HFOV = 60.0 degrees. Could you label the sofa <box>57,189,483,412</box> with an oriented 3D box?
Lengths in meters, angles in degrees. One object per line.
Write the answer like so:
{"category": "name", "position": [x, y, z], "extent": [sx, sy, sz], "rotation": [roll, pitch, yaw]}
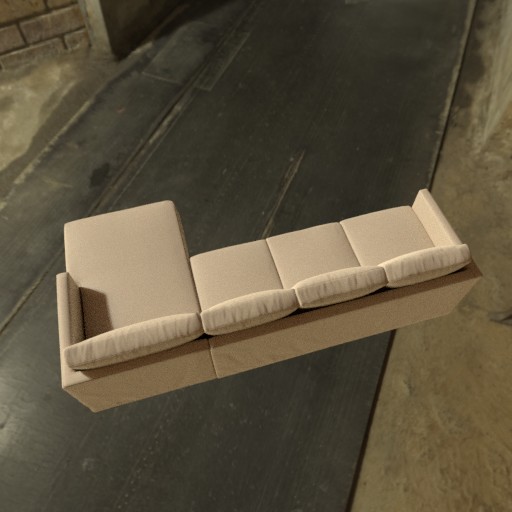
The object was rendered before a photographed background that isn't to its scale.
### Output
{"category": "sofa", "position": [0.000, 0.000, 3.795], "extent": [3.206, 0.871, 1.622], "rotation": [-14, 59, -8]}
